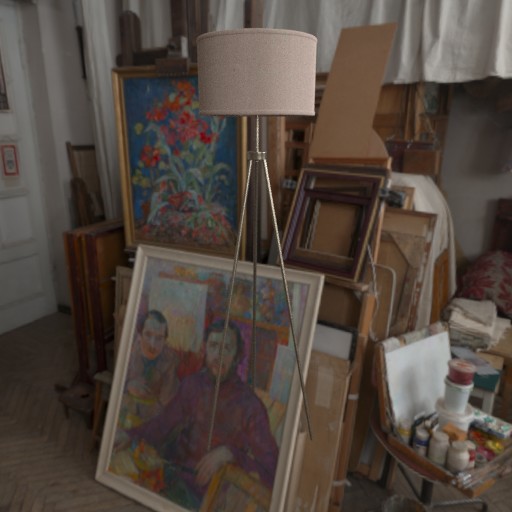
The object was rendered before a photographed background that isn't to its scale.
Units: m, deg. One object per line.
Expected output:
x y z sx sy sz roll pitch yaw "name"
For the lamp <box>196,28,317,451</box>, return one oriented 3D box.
0.000 0.000 1.752 0.449 1.545 0.460 -2 17 -7 "lamp"
